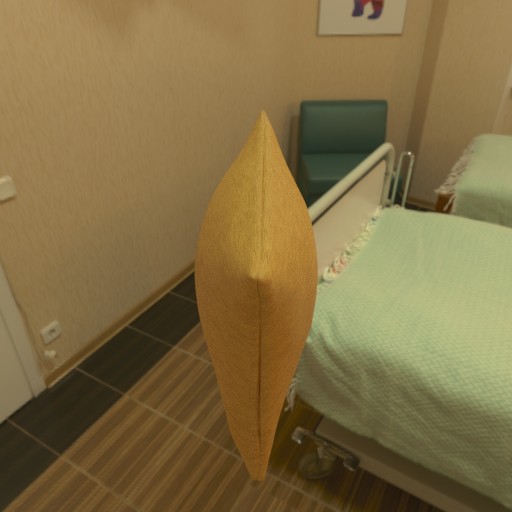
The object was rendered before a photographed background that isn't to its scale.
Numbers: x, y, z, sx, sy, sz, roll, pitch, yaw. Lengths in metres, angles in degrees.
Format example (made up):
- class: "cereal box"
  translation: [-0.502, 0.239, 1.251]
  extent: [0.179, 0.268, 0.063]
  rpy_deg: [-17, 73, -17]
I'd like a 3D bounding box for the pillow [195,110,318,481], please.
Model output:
- class: "pillow"
  translation: [0.000, 0.000, 0.794]
  extent: [0.210, 0.354, 0.634]
  rpy_deg: [1, 32, 1]
